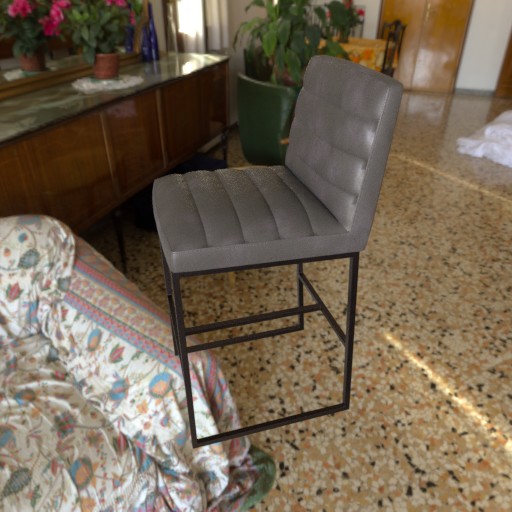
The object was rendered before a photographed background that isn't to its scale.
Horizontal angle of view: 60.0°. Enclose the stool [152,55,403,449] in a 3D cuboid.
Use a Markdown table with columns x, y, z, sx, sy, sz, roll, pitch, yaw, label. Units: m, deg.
| x | y | z | sx | sy | sz | roll | pitch | yaw | label |
| --- | --- | --- | --- | --- | --- | --- | --- | --- | --- |
| 0.000 | 0.000 | 1.343 | 0.562 | 1.065 | 0.463 | -9 | 33 | -14 | stool |
